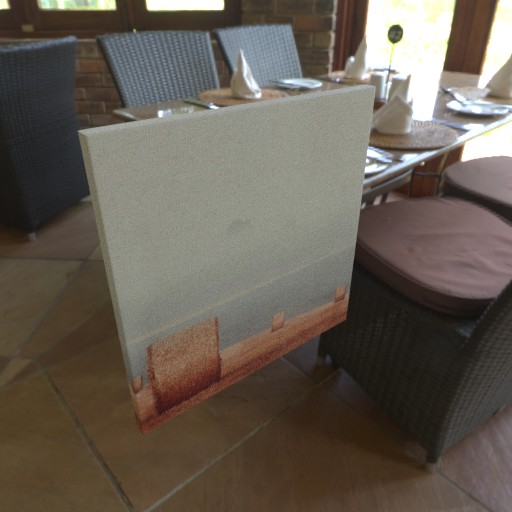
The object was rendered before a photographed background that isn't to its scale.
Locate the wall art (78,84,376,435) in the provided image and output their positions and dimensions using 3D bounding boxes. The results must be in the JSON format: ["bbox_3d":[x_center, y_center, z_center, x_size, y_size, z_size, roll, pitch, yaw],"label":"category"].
[{"bbox_3d":[0.000,0.000,0.612,0.405,0.405,0.023,-22,36,-32],"label":"wall art"}]
